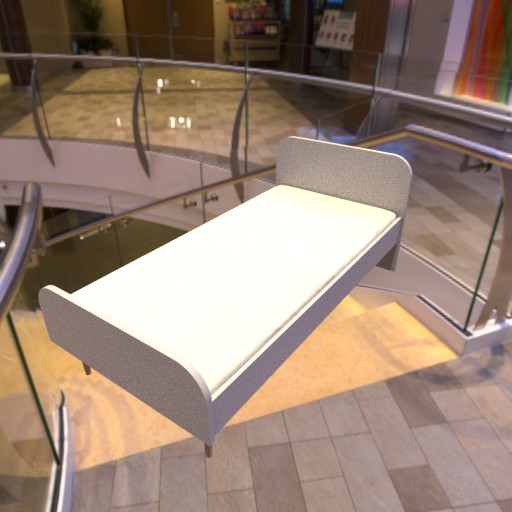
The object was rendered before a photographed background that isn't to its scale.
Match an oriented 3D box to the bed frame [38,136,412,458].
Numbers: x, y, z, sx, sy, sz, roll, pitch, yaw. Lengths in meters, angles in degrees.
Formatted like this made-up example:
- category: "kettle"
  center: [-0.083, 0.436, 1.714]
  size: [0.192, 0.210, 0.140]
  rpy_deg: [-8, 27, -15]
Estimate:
- category: "bed frame"
  center: [0.000, 0.000, 2.460]
  size: [0.998, 0.805, 1.963]
  rpy_deg: [19, 35, 30]
